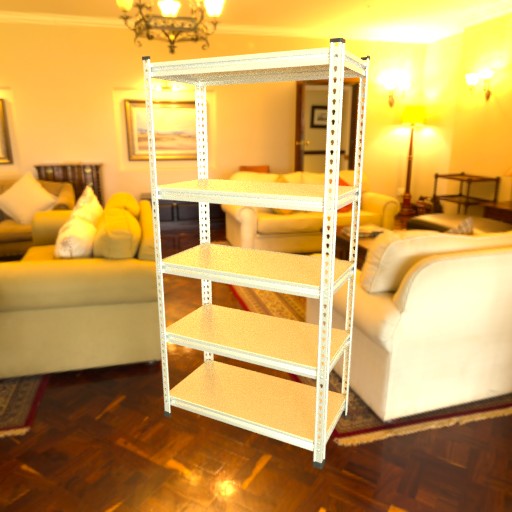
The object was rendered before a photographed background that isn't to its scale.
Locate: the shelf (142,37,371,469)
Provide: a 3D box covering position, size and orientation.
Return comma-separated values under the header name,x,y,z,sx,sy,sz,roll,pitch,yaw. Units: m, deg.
name,x,y,z,sx,sy,sz,roll,pitch,yaw
shelf,0.000,0.000,2.204,0.914,1.829,0.457,8,17,26
